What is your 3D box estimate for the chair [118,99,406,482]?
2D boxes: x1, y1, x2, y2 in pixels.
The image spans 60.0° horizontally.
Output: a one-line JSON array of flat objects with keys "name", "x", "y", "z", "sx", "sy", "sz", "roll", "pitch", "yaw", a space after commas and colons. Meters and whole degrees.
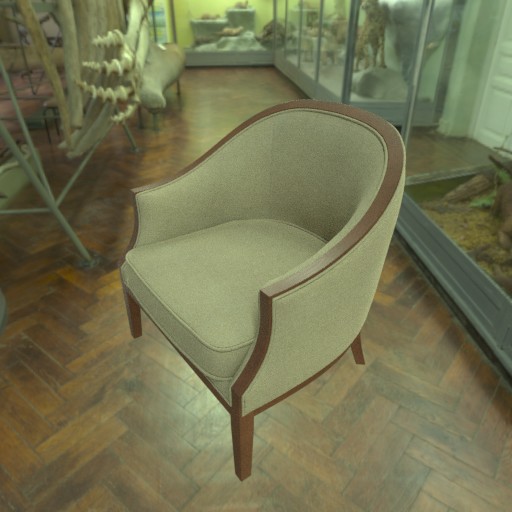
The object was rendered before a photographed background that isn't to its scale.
[{"name": "chair", "x": 0.000, "y": 0.000, "z": 1.454, "sx": 0.735, "sy": 0.876, "sz": 0.803, "roll": -21, "pitch": 36, "yaw": -31}]
